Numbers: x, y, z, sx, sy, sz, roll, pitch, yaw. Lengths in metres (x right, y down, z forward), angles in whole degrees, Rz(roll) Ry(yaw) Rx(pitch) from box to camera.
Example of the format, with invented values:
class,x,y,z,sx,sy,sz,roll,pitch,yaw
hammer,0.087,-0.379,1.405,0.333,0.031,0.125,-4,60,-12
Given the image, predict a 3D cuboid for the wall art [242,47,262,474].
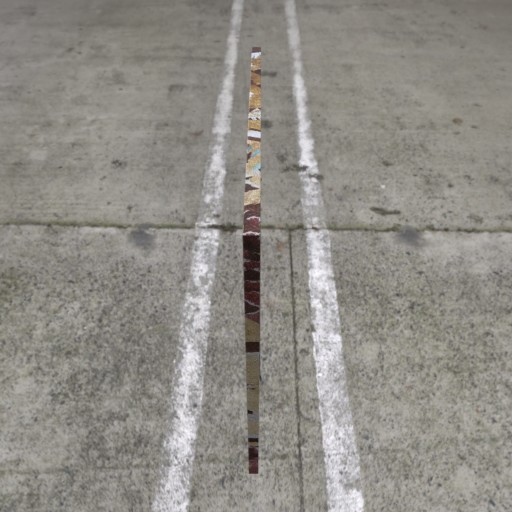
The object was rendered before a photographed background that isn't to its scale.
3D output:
class,x,y,z,sx,sy,sz,roll,pitch,yaw
wall art,0.000,0.000,1.114,0.028,0.762,0.757,0,42,0
